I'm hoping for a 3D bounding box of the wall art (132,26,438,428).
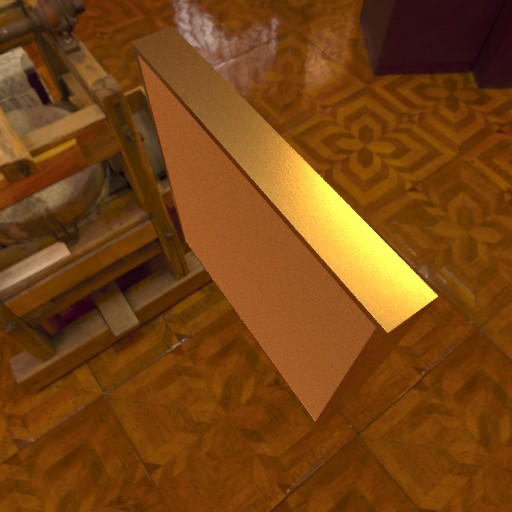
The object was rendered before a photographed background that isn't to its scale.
[{"bbox_3d":[0.000,0.000,0.437,0.038,0.304,0.304,-31,64,-17],"label":"wall art"}]
